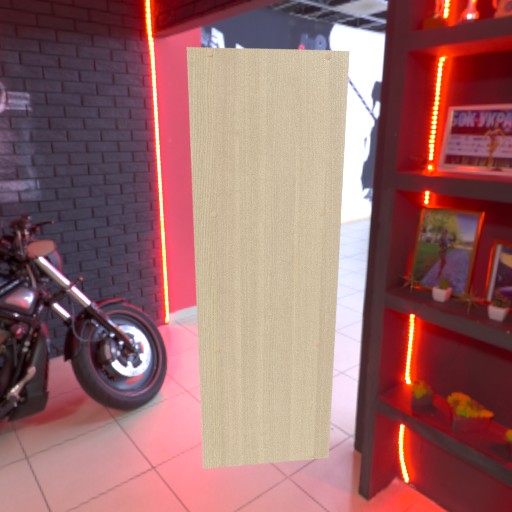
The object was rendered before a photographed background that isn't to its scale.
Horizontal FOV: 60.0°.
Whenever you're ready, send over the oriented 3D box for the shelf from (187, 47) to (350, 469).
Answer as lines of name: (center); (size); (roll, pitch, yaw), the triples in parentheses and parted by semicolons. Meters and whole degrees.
shelf: (0.000, 0.000, 1.101); (0.292, 0.876, 0.417); (-2, 16, -7)
